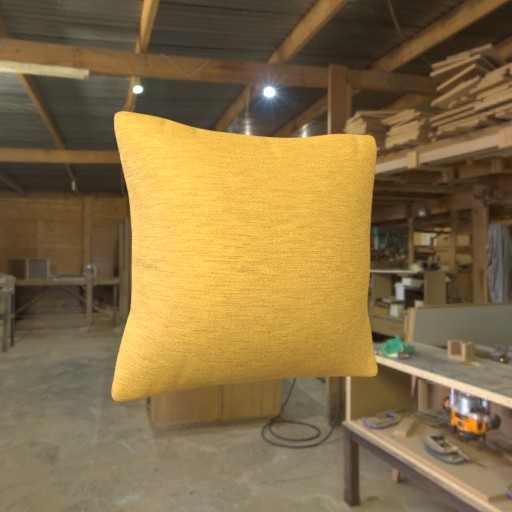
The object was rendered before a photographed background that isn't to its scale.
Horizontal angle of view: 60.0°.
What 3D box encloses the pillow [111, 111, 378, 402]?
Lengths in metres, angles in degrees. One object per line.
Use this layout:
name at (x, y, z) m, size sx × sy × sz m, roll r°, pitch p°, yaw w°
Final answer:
pillow at (0.000, 0.000, 0.701) m, size 0.435 × 0.417 × 0.247 m, roll 0°, pitch 0°, yaw -18°
